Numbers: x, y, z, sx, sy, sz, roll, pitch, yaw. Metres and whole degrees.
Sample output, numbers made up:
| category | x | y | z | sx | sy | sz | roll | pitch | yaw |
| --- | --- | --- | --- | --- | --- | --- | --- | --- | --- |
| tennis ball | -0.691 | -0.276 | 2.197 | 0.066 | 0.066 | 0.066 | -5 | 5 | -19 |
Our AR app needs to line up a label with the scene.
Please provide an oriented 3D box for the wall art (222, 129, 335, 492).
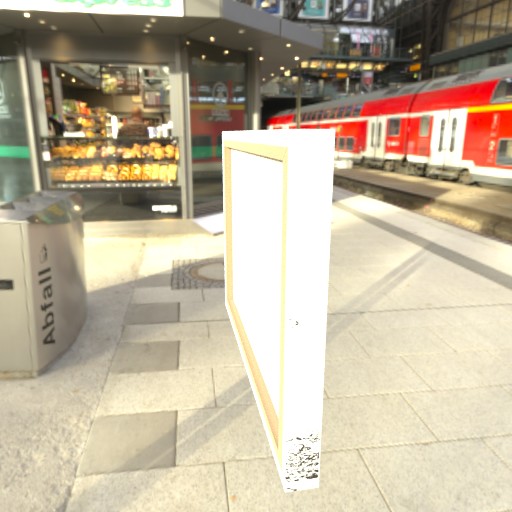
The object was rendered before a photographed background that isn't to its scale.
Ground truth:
| category | x | y | z | sx | sy | sz | roll | pitch | yaw |
| --- | --- | --- | --- | --- | --- | --- | --- | --- | --- |
| wall art | 0.000 | 0.000 | 0.762 | 0.042 | 0.414 | 0.608 | -3 | 16 | -10 |
